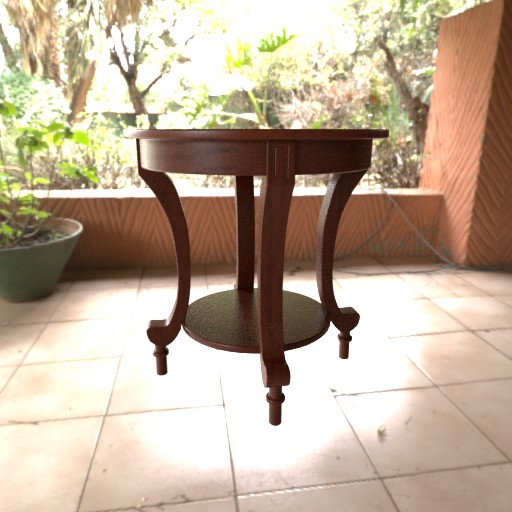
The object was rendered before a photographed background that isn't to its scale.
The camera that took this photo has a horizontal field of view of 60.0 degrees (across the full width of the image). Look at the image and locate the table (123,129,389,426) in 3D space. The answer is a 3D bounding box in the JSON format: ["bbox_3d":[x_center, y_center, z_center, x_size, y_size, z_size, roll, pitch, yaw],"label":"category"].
[{"bbox_3d":[0.000,0.000,1.115,0.597,0.612,0.597,0,16,0],"label":"table"}]
